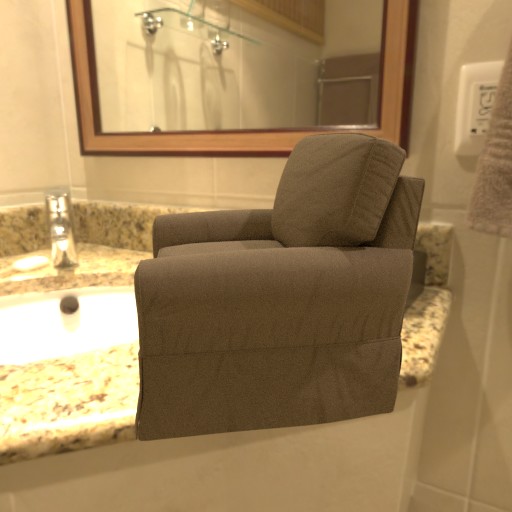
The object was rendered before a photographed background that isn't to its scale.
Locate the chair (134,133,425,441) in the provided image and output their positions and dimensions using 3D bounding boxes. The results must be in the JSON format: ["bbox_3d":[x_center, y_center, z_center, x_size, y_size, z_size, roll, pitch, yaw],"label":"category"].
[{"bbox_3d":[0.000,0.000,1.906,0.988,1.017,1.135,-2,14,-9],"label":"chair"}]
